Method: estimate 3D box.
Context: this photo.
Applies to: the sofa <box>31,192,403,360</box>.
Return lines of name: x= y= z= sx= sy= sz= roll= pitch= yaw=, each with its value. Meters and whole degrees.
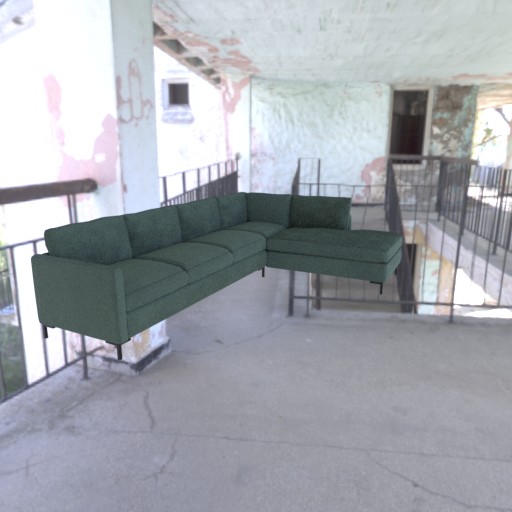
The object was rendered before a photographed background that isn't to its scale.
sofa: x=0.000 y=0.000 z=3.276 sx=1.707 sy=0.687 sz=2.486 roll=7 pitch=16 yaw=27
